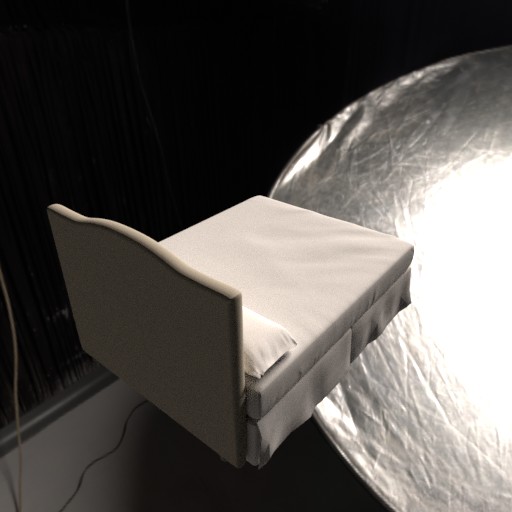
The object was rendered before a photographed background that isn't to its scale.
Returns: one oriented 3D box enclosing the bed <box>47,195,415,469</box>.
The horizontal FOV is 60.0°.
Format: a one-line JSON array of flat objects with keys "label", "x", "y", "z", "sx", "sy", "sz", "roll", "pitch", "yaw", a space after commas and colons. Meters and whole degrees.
[{"label": "bed", "x": 0.000, "y": 0.000, "z": 3.703, "sx": 1.977, "sy": 1.437, "sz": 2.477, "roll": 22, "pitch": 37, "yaw": 33}]
